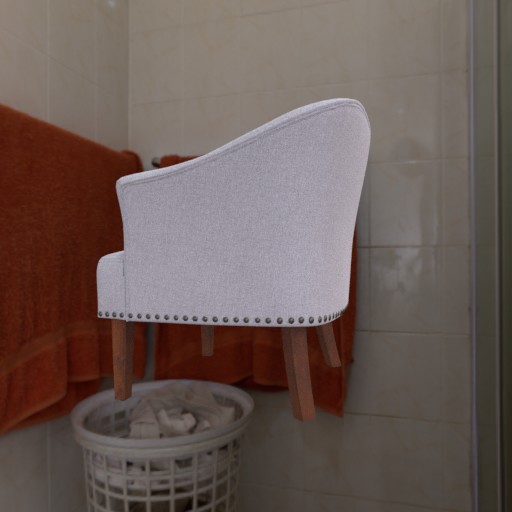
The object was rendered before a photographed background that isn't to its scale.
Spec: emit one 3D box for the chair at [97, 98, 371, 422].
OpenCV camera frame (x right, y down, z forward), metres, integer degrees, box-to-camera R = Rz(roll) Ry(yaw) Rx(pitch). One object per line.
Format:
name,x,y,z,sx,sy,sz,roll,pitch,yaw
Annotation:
chair,0.000,0.000,1.420,0.704,0.815,0.798,0,0,18
